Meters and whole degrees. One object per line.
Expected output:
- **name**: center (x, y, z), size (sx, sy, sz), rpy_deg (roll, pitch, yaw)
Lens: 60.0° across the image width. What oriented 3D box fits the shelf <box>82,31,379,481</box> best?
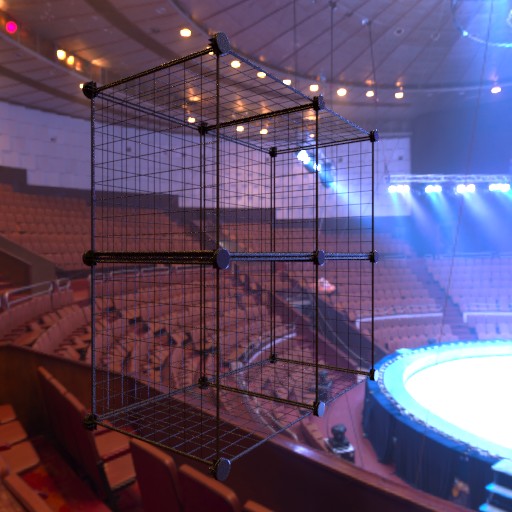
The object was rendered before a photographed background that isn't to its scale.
- **shelf**: center (0.000, 0.000, 1.082), size (0.356, 0.711, 0.711), rpy_deg (0, 0, 35)
